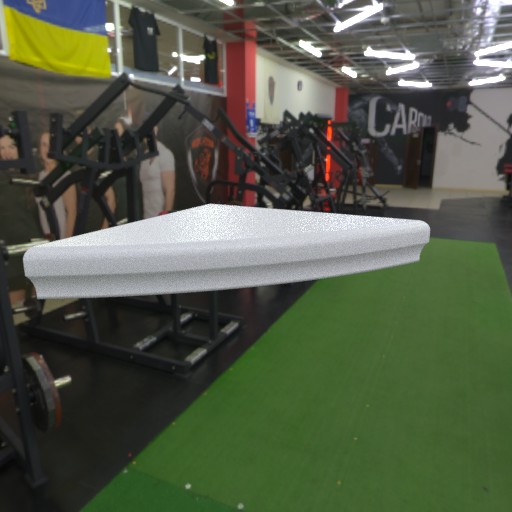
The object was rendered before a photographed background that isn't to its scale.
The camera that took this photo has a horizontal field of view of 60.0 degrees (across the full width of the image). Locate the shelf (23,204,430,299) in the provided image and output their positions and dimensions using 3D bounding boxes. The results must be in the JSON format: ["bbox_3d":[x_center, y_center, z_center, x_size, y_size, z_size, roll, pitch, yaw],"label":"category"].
[{"bbox_3d":[0.000,0.000,0.465,0.310,0.050,0.310,7,17,26],"label":"shelf"}]
